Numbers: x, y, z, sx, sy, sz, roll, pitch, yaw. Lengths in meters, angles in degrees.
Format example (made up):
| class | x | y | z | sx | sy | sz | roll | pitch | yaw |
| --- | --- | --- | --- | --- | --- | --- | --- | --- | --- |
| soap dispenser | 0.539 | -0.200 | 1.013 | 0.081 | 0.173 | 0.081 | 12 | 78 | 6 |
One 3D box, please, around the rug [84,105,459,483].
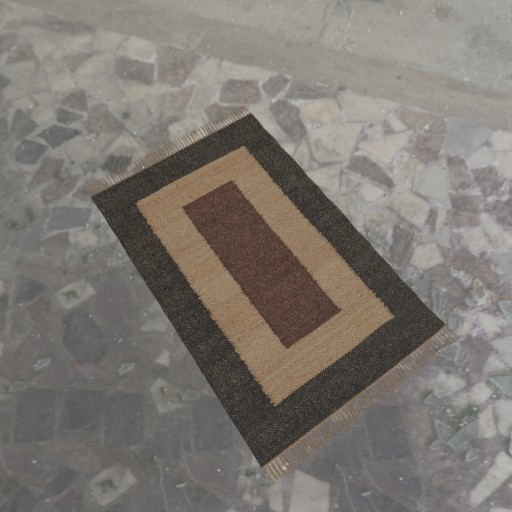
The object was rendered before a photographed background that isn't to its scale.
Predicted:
| class | x | y | z | sx | sy | sz | roll | pitch | yaw |
| --- | --- | --- | --- | --- | --- | --- | --- | --- | --- |
| rug | 0.000 | 0.000 | 1.929 | 0.920 | 0.013 | 1.541 | -32 | 68 | -15 |
